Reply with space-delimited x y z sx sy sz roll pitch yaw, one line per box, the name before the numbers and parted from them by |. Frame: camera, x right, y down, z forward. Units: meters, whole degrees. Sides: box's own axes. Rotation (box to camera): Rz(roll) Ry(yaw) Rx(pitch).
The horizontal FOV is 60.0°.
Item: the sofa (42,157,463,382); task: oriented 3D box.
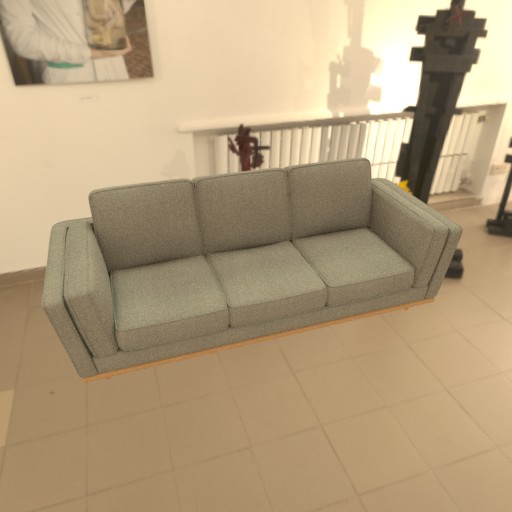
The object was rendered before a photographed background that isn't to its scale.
sofa | 0.000 0.000 2.804 2.362 0.899 0.903 -10 33 -16
